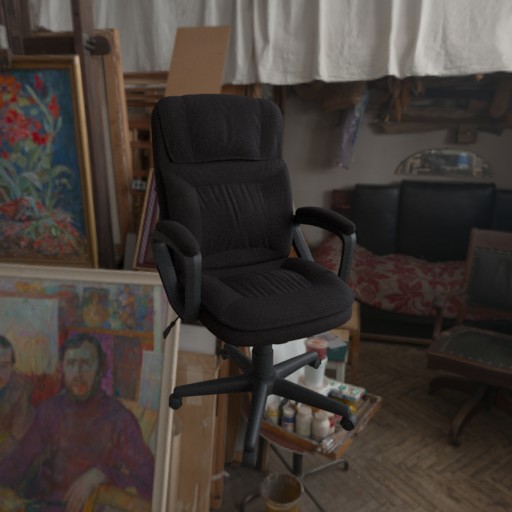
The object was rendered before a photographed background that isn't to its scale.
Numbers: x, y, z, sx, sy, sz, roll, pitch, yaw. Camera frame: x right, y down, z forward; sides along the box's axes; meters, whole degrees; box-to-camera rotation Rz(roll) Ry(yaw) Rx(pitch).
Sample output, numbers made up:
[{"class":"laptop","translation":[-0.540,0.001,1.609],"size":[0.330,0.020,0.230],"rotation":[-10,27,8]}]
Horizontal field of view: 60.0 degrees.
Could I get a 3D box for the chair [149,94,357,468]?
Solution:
[{"class":"chair","translation":[0.000,0.000,1.559],"size":[0.667,1.105,0.724],"rotation":[-8,19,-26]}]
